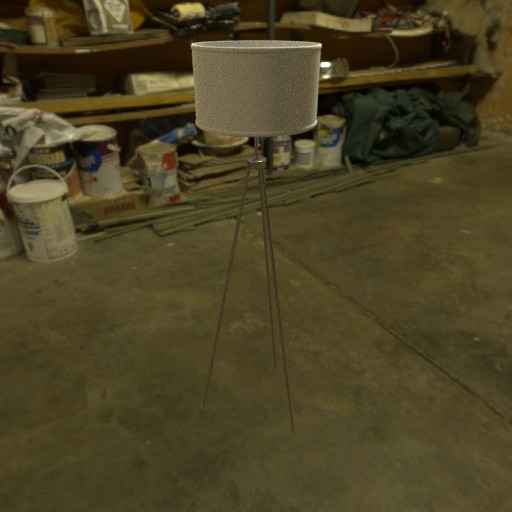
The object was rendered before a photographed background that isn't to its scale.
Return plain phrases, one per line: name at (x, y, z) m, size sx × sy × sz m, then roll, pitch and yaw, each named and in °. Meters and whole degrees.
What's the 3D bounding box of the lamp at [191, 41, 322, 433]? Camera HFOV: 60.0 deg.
lamp at (0.000, 0.000, 1.783) m, size 0.448 × 1.545 × 0.458 m, roll 8°, pitch 29°, yaw 14°
